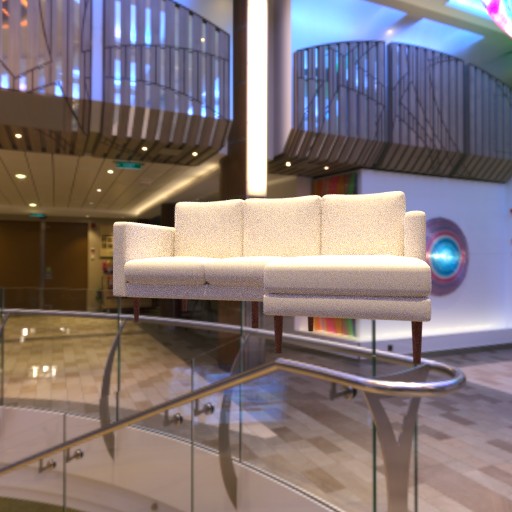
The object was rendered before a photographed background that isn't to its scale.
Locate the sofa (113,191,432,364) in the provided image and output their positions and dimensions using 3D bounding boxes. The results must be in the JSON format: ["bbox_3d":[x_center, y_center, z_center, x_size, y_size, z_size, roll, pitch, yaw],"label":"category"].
[{"bbox_3d":[0.000,0.000,2.821,2.029,0.899,1.580,0,-1,20],"label":"sofa"}]
